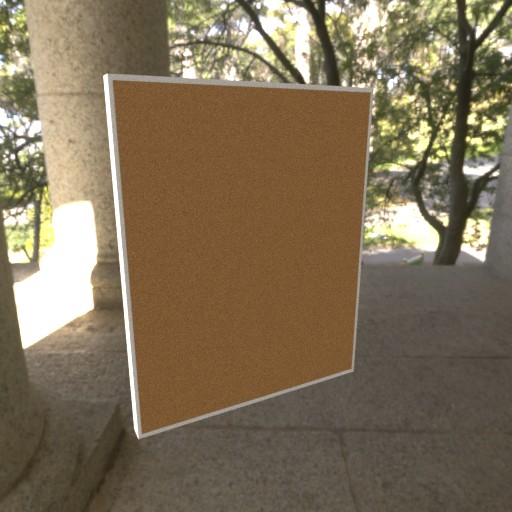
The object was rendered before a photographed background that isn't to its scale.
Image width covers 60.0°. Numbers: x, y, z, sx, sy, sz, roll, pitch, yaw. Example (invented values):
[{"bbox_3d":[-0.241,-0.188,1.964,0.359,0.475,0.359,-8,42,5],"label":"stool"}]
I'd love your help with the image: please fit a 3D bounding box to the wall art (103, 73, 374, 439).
[{"bbox_3d":[0.000,0.000,0.750,0.443,0.549,0.030,-8,18,-27],"label":"wall art"}]
